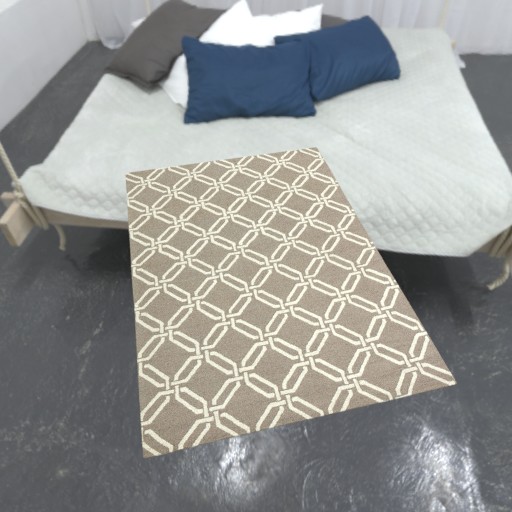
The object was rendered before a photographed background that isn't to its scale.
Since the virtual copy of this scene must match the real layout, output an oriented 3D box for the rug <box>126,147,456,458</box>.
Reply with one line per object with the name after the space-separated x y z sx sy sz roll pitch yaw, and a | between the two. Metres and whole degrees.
0.000 0.000 4.427 2.441 0.020 3.419 -10 48 -9 | rug
